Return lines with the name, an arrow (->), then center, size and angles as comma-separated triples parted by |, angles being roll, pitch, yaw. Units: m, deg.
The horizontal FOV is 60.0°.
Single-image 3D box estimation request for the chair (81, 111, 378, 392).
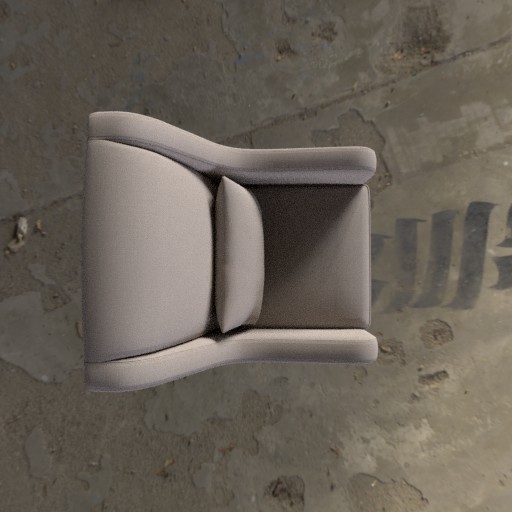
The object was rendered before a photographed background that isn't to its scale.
chair -> 0.000, 0.000, 1.580 | 0.863, 1.010, 0.715 | 0, 88, 0
